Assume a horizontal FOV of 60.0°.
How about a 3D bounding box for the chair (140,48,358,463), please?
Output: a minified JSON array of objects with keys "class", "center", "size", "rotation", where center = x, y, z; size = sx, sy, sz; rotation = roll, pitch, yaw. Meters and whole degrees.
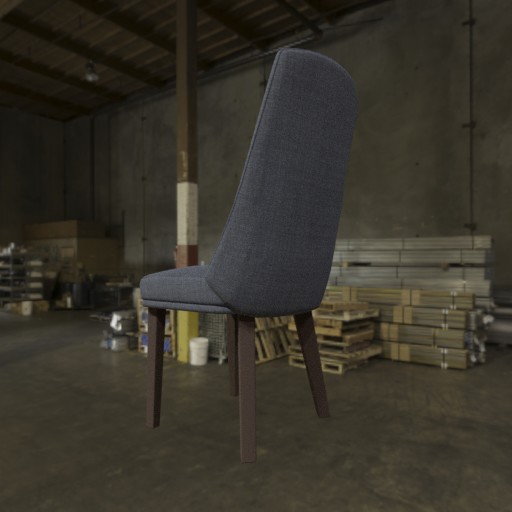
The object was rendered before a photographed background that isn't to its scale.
[{"class":"chair","center":[0.000,0.000,1.375],"size":[0.577,1.050,0.510],"rotation":[0,-1,37]}]
